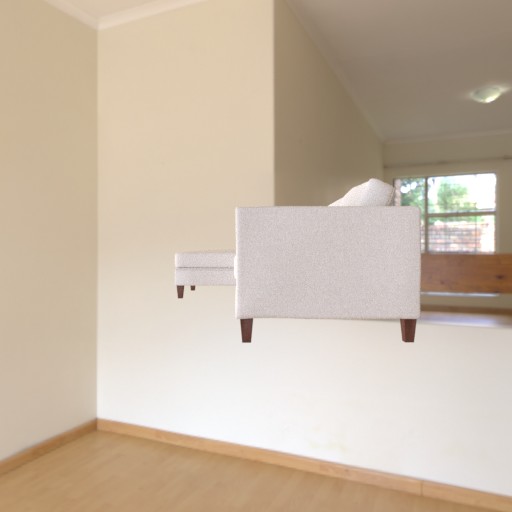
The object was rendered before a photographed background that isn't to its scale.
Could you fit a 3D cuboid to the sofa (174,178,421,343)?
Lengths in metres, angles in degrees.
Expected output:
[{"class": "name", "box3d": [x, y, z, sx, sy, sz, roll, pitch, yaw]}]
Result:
[{"class": "sofa", "box3d": [0.000, 0.000, 3.775, 1.625, 0.846, 3.186, 0, 0, 0]}]
